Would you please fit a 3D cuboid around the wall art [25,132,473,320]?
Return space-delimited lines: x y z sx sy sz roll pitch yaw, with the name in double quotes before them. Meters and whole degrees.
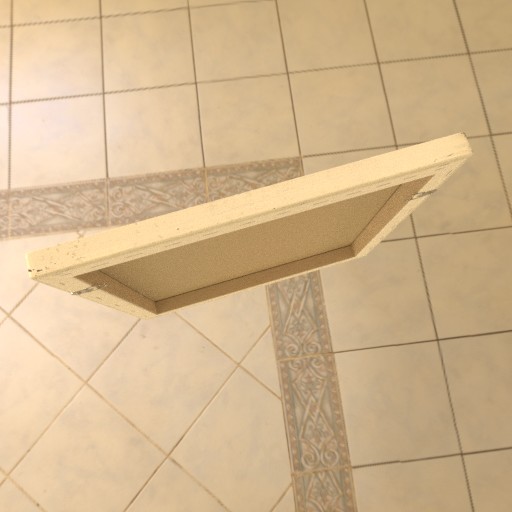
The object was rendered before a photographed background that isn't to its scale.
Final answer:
"wall art" 0.000 0.000 0.880 0.610 0.611 0.040 -16 77 -4
